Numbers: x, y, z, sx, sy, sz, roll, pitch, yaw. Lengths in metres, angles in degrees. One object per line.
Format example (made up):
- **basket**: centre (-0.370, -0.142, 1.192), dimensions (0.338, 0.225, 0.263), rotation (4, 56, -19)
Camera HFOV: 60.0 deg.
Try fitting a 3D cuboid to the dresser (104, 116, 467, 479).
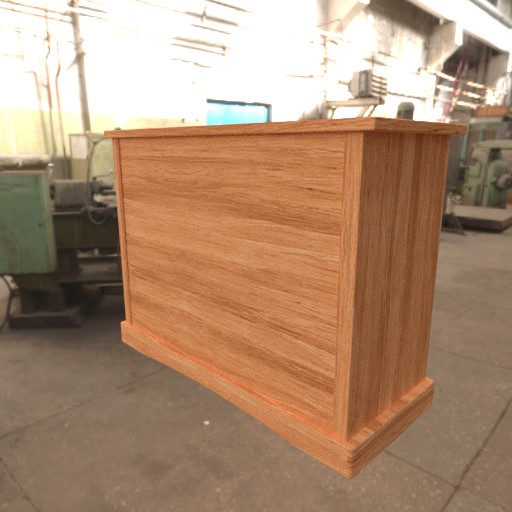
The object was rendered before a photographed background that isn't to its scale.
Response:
- **dresser**: centre (0.000, 0.000, 1.323), dimensions (0.410, 0.740, 0.990), rotation (-13, 19, -43)
